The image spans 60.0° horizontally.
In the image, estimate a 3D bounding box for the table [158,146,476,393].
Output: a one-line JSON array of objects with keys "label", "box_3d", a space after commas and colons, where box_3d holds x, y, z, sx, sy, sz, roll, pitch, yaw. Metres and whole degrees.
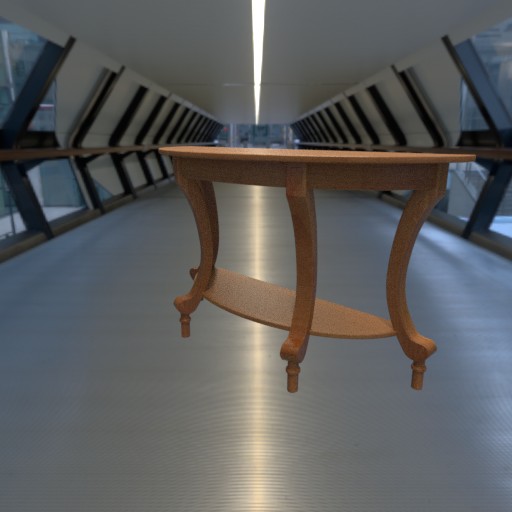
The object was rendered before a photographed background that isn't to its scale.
[{"label": "table", "box_3d": [0.000, 0.000, 1.499, 1.198, 0.692, 0.394, 15, 21, 42]}]
